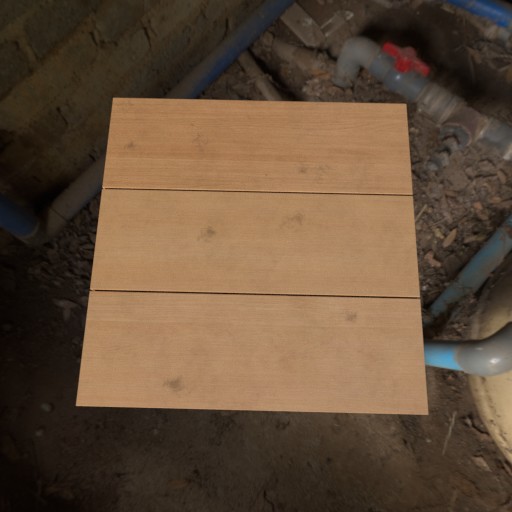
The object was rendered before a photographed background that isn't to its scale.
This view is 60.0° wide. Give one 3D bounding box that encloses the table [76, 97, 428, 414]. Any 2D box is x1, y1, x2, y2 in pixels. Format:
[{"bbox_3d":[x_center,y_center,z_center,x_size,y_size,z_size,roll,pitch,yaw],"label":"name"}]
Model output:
[{"bbox_3d":[0.000,0.000,1.715,1.100,0.400,1.100,1,75,0],"label":"table"}]
